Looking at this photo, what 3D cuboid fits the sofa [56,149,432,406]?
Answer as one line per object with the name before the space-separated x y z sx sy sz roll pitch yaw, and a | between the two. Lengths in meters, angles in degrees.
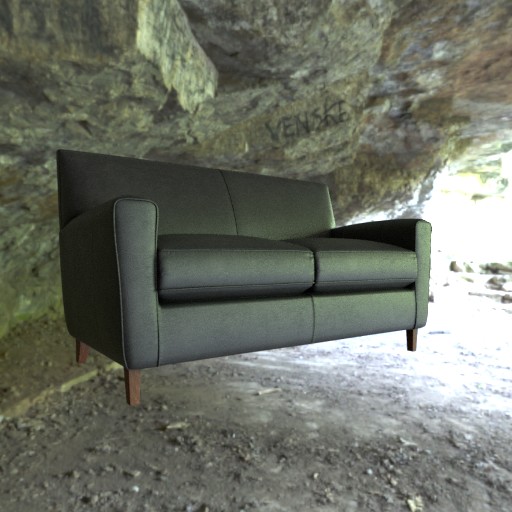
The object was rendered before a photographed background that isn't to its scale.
sofa | 0.000 0.000 1.924 1.473 0.871 0.787 0 0 -35
